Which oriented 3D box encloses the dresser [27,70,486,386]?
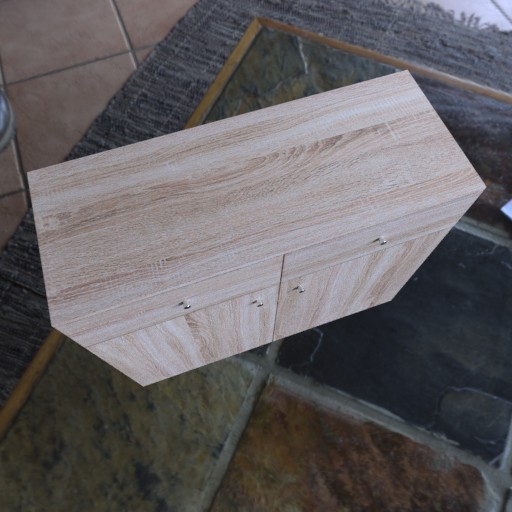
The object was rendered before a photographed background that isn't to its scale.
[{"bbox_3d":[0.000,0.000,1.543,1.100,0.900,0.450,-18,66,-8],"label":"dresser"}]
